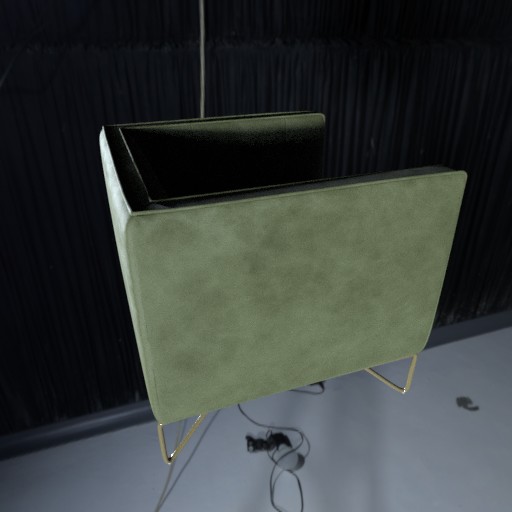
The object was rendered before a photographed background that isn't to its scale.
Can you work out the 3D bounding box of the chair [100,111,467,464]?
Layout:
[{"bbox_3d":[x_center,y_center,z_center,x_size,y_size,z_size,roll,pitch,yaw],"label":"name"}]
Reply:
[{"bbox_3d":[0.000,0.000,1.543,0.894,0.790,0.880,-10,31,-18],"label":"chair"}]
